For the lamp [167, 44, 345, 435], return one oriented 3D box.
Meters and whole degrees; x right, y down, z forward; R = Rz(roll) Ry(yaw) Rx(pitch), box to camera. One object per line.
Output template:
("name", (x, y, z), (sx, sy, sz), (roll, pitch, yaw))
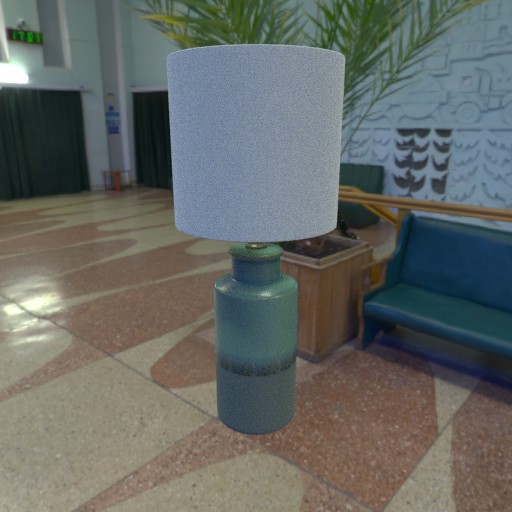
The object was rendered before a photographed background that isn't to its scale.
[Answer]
("lamp", (0.000, 0.000, 0.604), (0.212, 0.493, 0.212), (15, 22, 41))
